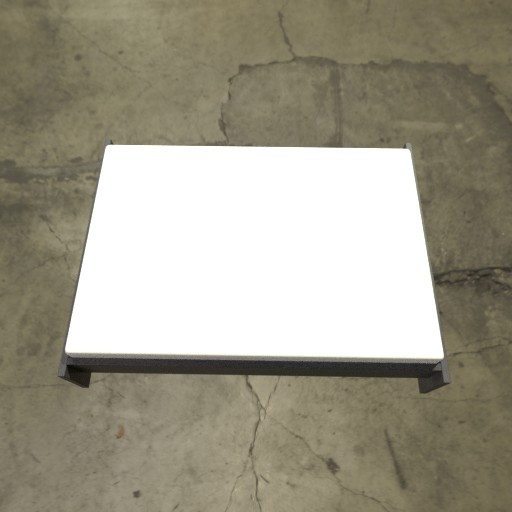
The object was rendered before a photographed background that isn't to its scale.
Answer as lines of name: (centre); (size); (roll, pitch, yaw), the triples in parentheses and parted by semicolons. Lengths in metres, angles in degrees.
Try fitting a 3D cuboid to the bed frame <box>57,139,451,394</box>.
bed frame: (0.000, 0.000, 2.641); (1.950, 0.432, 1.490); (1, 65, 0)
